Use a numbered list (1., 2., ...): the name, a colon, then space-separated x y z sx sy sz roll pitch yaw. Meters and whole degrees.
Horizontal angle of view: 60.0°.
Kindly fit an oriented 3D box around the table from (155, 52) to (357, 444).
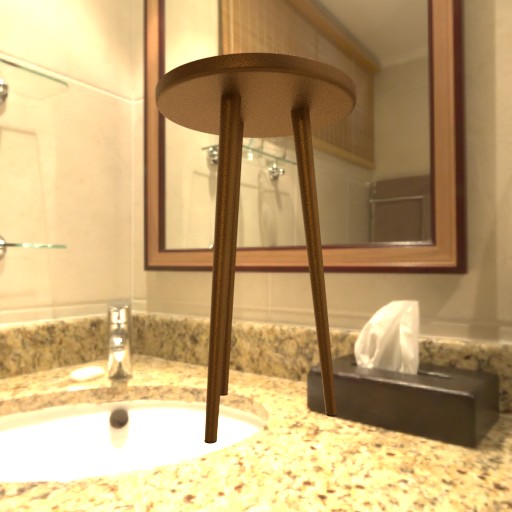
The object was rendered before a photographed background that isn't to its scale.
1. table: 0.000 0.000 0.672 0.299 0.480 0.299 0 -1 -2
